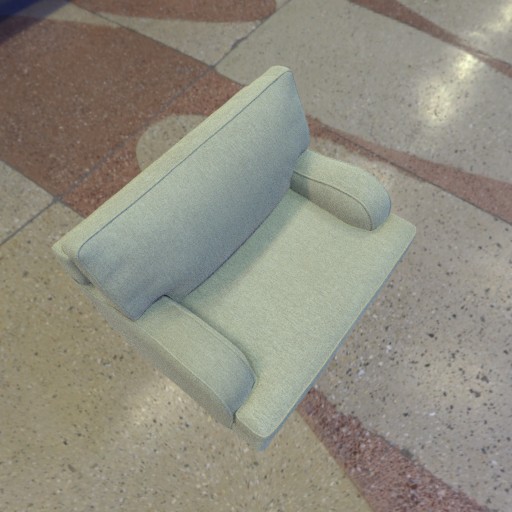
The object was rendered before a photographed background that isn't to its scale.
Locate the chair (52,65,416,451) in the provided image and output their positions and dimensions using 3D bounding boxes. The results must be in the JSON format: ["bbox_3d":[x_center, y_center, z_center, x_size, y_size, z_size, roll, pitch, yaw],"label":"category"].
[{"bbox_3d":[0.000,0.000,1.982,1.041,1.016,1.220,34,64,19],"label":"chair"}]
